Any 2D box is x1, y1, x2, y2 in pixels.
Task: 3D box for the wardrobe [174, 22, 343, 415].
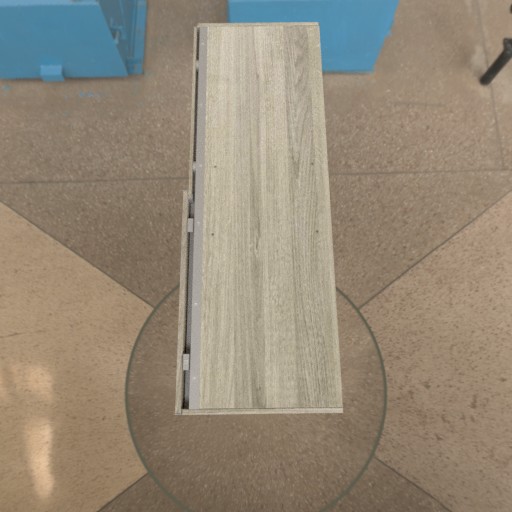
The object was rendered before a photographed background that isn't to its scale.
[{"bbox_3d":[0.000,0.000,2.826,0.629,1.960,1.780,-1,74,0],"label":"wardrobe"}]
